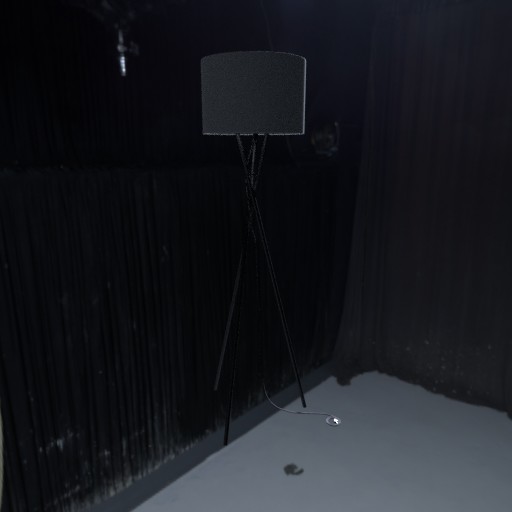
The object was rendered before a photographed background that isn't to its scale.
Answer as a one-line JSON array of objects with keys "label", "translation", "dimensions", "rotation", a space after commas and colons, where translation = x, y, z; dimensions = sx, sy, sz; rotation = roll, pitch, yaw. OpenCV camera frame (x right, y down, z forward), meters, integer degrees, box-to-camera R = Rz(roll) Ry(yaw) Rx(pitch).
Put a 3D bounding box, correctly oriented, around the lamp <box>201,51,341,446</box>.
[{"label": "lamp", "translation": [0.000, 0.000, 1.976], "dimensions": [0.667, 1.624, 0.522], "rotation": [14, 20, 43]}]
